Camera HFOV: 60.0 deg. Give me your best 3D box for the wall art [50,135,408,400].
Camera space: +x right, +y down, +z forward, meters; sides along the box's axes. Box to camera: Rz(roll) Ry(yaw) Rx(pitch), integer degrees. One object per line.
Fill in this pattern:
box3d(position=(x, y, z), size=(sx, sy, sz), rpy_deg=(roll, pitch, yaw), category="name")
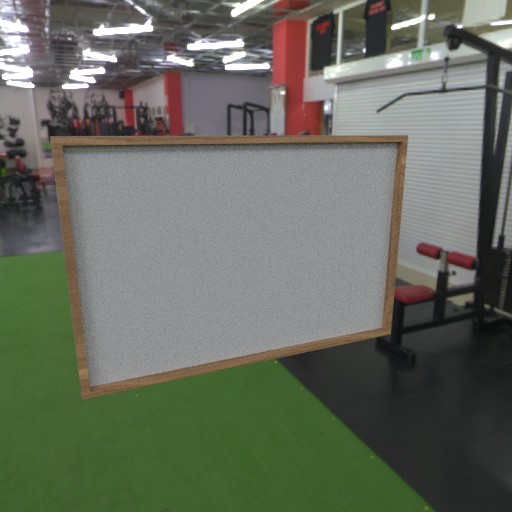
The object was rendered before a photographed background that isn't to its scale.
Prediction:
box3d(position=(0.000, 0.000, 1.444), size=(1.137, 0.756, 0.034), rpy_deg=(-7, 17, -22), category="wall art")
